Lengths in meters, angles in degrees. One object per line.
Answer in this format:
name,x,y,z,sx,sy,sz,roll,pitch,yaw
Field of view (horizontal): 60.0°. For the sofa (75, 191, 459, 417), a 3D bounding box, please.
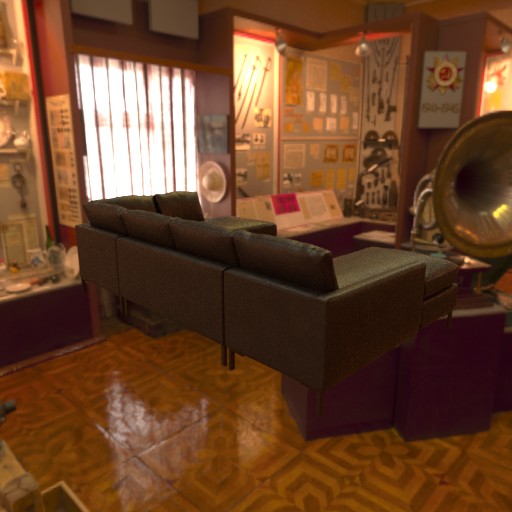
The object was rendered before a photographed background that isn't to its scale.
sofa,0.000,0.000,3.839,1.939,0.900,2.956,-13,19,-43
